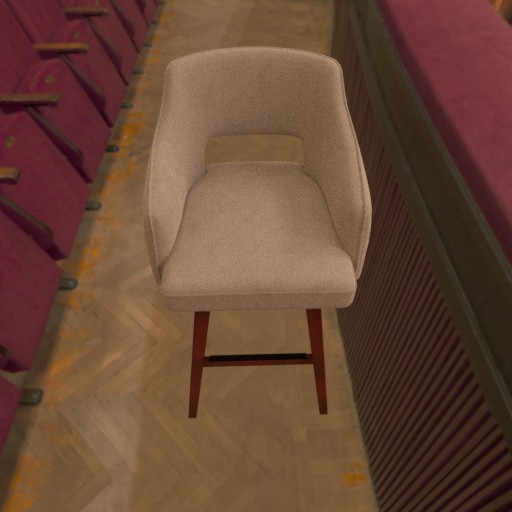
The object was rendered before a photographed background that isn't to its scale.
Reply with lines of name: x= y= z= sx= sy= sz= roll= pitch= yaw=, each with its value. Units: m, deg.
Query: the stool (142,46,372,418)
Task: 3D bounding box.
stool: x=0.000 y=0.000 z=1.325 sx=0.548 sy=1.012 sz=0.558 roll=-1 pitch=47 yaw=-1
